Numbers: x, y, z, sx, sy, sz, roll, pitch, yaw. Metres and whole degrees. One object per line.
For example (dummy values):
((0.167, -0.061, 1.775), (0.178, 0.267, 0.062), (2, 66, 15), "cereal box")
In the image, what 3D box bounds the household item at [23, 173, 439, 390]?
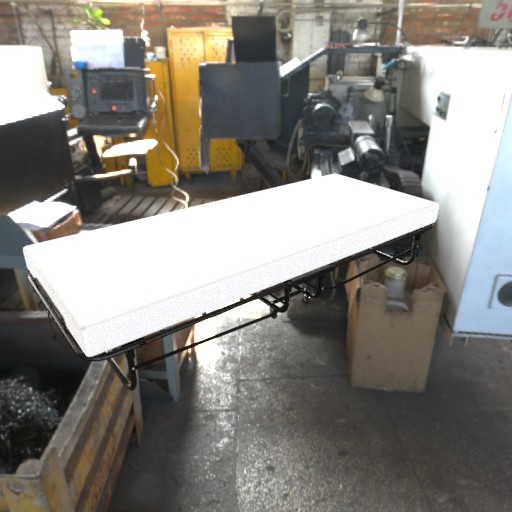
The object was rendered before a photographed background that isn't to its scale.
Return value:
((0.000, 0.000, 2.141), (1.905, 0.356, 0.787), (-19, 31, -33), "household item")
